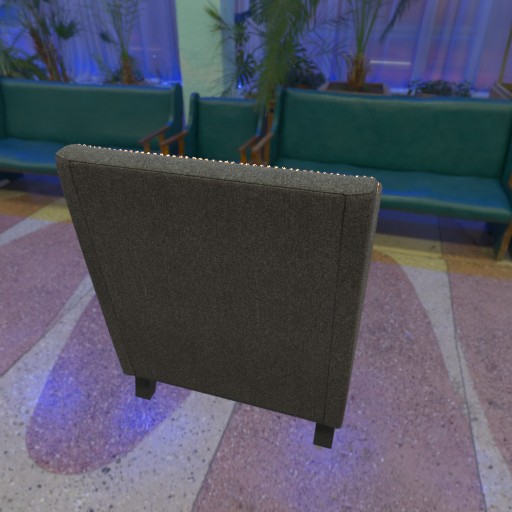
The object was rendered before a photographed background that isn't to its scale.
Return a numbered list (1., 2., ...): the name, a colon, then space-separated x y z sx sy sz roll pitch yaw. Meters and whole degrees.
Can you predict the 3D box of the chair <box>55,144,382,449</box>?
1. chair: 0.000 0.000 1.564 0.776 0.967 0.884 9 33 15
